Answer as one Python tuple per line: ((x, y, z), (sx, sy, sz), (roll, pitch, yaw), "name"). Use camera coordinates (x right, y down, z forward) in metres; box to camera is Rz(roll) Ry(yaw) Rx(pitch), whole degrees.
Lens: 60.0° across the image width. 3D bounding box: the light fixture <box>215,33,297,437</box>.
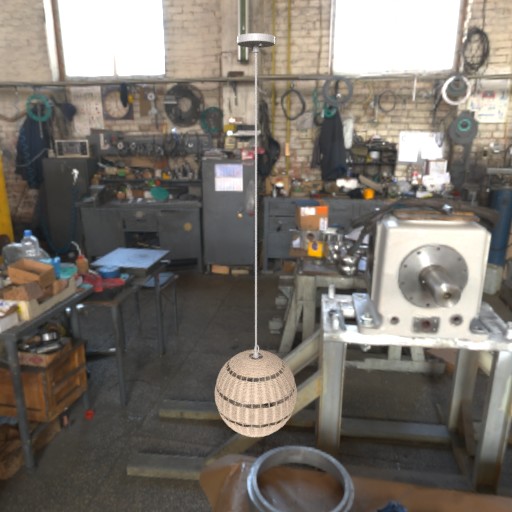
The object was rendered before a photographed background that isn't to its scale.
((0.000, 0.000, 2.244), (0.457, 2.019, 0.457), (-7, 17, -23), "light fixture")
